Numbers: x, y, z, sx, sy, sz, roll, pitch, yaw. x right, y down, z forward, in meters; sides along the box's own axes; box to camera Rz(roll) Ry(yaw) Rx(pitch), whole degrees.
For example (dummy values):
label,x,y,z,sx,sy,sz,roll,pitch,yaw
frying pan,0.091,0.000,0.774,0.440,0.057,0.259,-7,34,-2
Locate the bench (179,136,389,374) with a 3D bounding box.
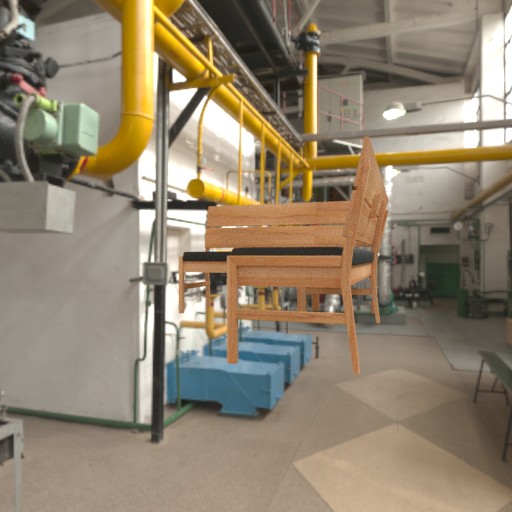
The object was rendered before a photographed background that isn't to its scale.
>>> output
label,x,y,z,sx,sy,sz,roll,pitch,yaw
bench,0.000,0.000,2.816,1.548,0.890,1.948,0,0,19
